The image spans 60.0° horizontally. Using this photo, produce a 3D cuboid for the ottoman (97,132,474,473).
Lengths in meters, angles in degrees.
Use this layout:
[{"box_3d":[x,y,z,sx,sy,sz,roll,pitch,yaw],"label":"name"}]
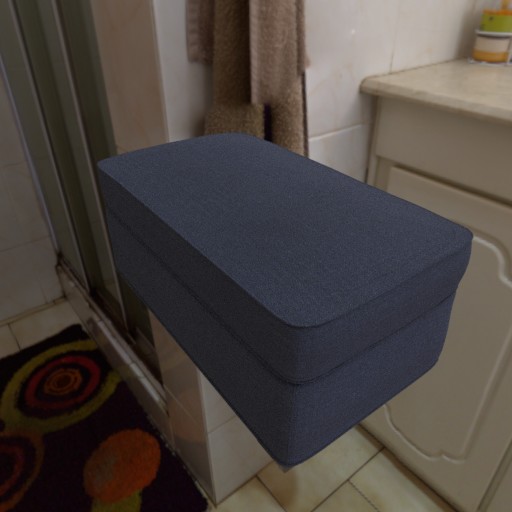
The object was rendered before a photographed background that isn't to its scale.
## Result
[{"box_3d":[0.000,0.000,1.166,0.505,0.453,0.895,-22,39,-30],"label":"ottoman"}]
